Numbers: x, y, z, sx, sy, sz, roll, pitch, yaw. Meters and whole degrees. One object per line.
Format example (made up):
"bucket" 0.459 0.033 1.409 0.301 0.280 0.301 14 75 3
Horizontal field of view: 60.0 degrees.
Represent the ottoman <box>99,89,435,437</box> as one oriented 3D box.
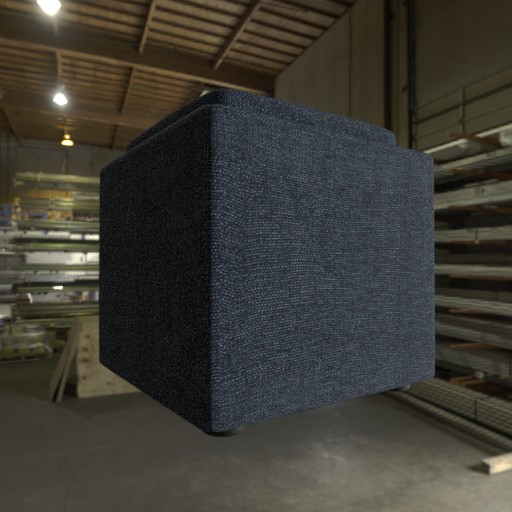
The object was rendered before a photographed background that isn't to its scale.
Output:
"ottoman" 0.000 0.000 0.815 0.450 0.460 0.450 1 -1 -35
